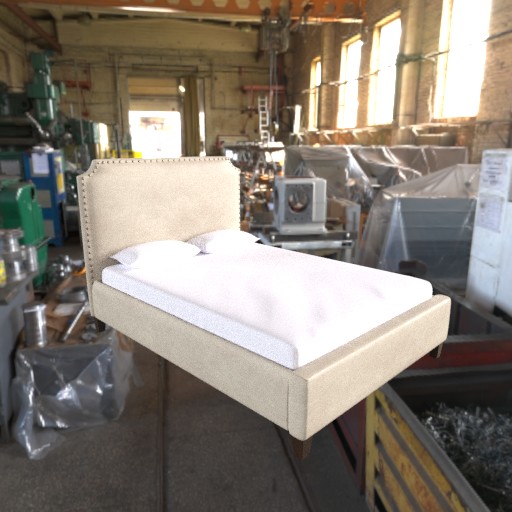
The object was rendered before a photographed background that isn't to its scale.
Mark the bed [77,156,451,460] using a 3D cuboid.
[{"bbox_3d":[0.000,0.000,3.412,1.712,1.443,2.372,-13,19,-43],"label":"bed"}]
